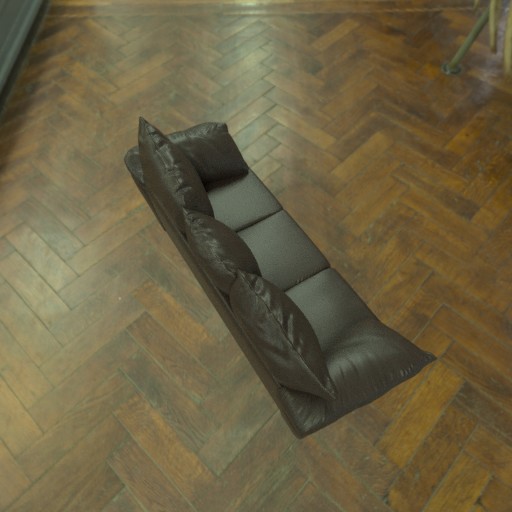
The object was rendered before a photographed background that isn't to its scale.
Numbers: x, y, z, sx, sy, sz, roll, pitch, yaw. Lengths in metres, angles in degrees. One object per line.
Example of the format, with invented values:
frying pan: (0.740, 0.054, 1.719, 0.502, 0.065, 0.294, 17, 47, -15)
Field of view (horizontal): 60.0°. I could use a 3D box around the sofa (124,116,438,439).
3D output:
sofa: (0.000, 0.000, 3.004, 0.907, 1.091, 2.390, -28, 61, -17)
